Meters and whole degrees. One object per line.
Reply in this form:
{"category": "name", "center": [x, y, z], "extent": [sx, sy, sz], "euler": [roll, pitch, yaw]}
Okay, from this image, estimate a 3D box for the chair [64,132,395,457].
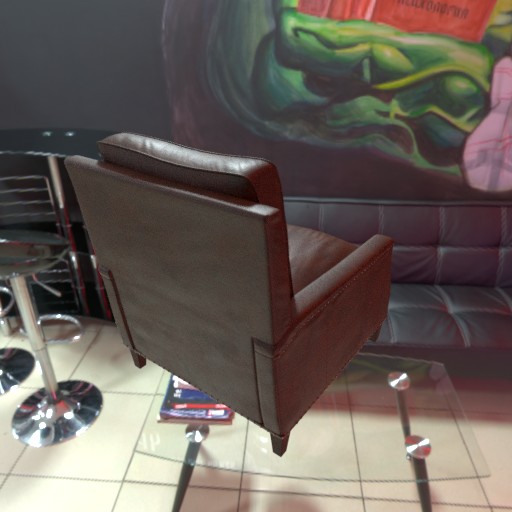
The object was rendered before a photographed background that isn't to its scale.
{"category": "chair", "center": [0.000, 0.000, 1.823], "extent": [0.854, 1.054, 1.035], "euler": [19, 33, 32]}
